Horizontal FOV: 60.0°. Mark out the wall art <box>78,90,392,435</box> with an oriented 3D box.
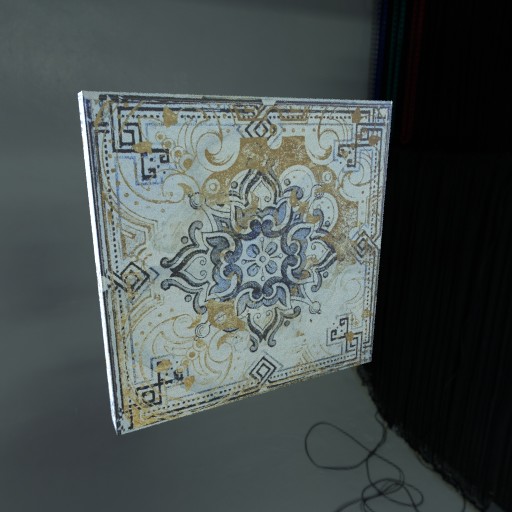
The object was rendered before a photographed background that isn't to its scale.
[{"bbox_3d":[0.000,0.000,0.607,0.411,0.410,0.038,-8,18,-26],"label":"wall art"}]
